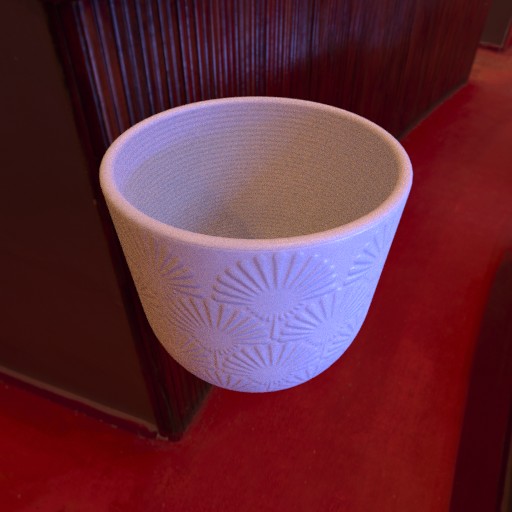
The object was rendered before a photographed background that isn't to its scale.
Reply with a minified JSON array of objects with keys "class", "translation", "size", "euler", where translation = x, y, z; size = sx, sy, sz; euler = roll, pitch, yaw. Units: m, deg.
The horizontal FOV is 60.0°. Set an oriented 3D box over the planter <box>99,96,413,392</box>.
[{"class":"planter","translation":[0.000,0.000,0.296],"size":[0.170,0.152,0.170],"euler":[0,40,0]}]
